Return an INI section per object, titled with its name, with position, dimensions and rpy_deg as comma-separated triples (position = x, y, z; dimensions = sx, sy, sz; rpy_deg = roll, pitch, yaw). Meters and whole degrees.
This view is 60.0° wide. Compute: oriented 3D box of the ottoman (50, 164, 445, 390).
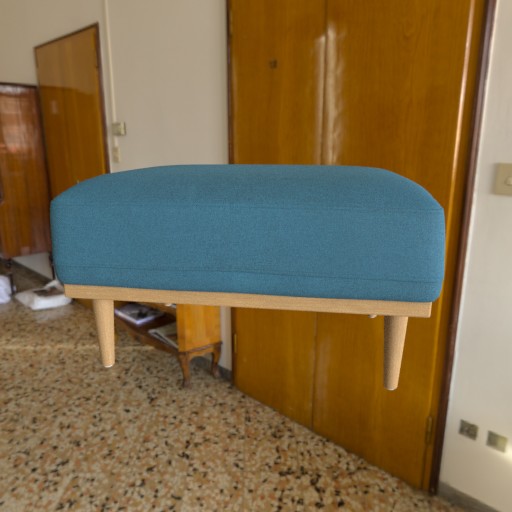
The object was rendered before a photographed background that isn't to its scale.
[ottoman]
position = 0.000, 0.000, 1.076
dimensions = 0.749, 0.428, 0.549
rpy_deg = 2, 14, 9
